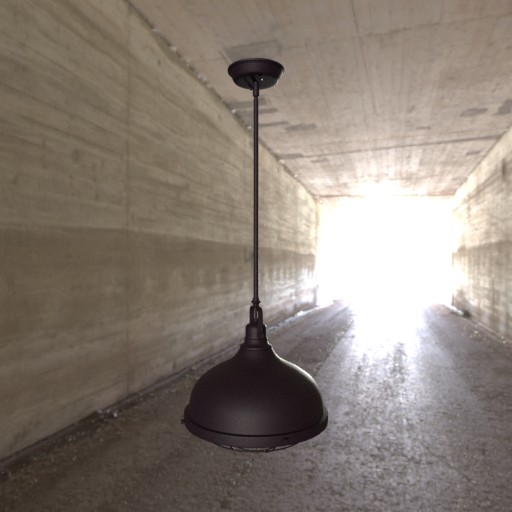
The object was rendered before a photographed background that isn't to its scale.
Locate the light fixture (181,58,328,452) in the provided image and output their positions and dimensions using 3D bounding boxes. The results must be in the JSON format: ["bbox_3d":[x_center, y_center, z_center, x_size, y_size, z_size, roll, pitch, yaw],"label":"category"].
[{"bbox_3d":[0.000,0.000,1.013,0.341,0.849,0.341,0,0,-19],"label":"light fixture"}]
